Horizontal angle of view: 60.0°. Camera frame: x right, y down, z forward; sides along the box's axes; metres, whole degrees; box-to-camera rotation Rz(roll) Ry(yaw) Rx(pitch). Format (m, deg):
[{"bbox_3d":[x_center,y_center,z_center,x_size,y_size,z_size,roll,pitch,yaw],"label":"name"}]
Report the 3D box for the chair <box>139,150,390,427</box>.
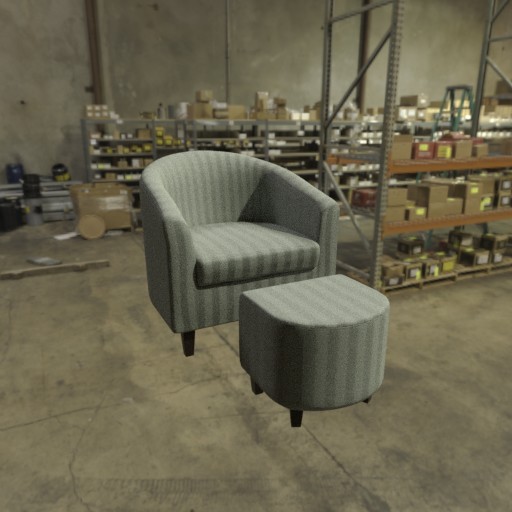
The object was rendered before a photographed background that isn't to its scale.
[{"bbox_3d":[0.000,0.000,1.776,0.756,0.757,1.288,-8,19,-26],"label":"chair"}]
